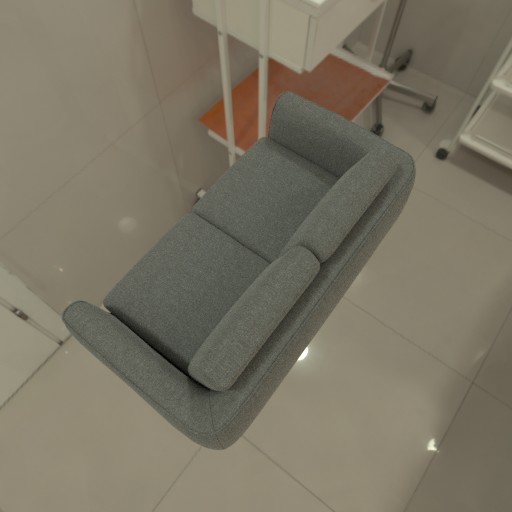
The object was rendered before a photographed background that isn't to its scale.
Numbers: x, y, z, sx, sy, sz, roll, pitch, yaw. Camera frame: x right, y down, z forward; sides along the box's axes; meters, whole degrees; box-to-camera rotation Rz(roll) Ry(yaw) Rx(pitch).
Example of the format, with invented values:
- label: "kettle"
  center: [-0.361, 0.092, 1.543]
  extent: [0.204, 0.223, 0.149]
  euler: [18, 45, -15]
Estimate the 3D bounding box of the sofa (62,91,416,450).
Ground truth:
- label: "sofa"
  center: [0.000, 0.000, 2.223]
  extent: [0.920, 0.870, 1.700]
  euler: [34, 68, 16]
